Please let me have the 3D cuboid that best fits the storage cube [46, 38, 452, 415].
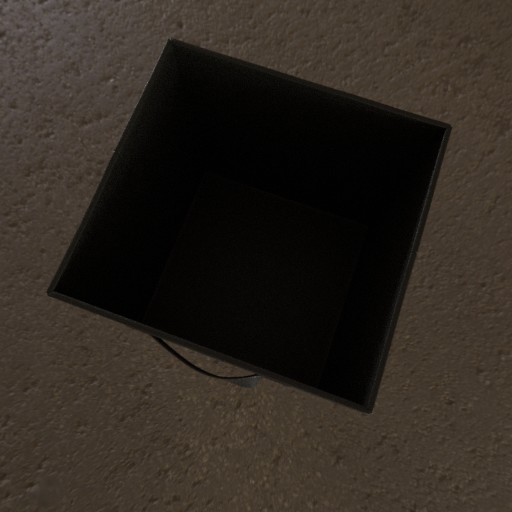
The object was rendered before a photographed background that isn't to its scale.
[{"bbox_3d":[0.000,0.000,0.496,0.270,0.280,0.270,19,77,5],"label":"storage cube"}]
